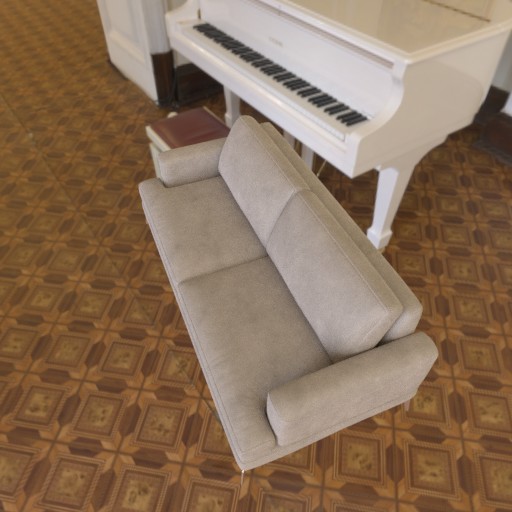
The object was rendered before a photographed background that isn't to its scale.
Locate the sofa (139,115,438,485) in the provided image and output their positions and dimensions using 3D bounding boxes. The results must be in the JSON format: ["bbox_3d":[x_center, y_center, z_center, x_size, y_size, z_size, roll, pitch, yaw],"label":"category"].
[{"bbox_3d":[0.000,0.000,2.556,0.980,0.830,2.013,-17,49,-15],"label":"sofa"}]
